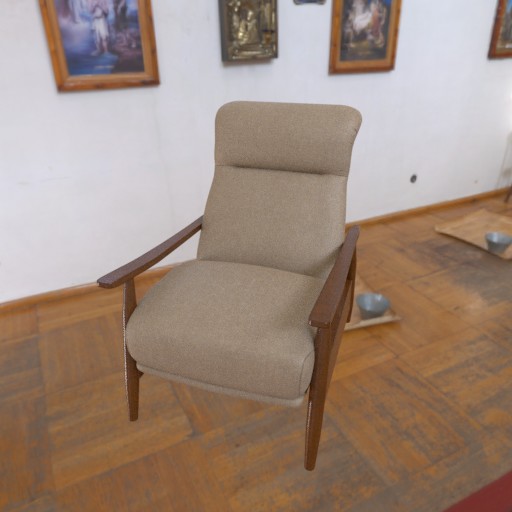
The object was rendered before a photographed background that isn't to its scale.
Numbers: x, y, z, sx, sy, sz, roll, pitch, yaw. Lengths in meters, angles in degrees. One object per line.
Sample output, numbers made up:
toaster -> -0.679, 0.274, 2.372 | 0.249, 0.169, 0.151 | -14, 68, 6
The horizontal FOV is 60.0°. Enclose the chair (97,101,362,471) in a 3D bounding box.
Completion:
chair -> 0.000, 0.000, 1.801 | 0.762, 1.082, 1.030 | 8, 27, 16
